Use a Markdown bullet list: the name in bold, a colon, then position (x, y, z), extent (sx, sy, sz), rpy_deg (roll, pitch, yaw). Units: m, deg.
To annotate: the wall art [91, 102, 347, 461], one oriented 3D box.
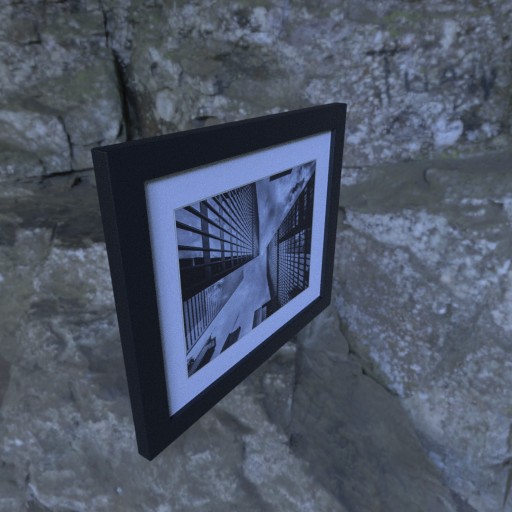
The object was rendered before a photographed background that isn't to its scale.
- **wall art**: position (0.000, 0.000, 0.766), extent (0.031, 0.457, 0.558), rpy_deg (18, 30, 33)
